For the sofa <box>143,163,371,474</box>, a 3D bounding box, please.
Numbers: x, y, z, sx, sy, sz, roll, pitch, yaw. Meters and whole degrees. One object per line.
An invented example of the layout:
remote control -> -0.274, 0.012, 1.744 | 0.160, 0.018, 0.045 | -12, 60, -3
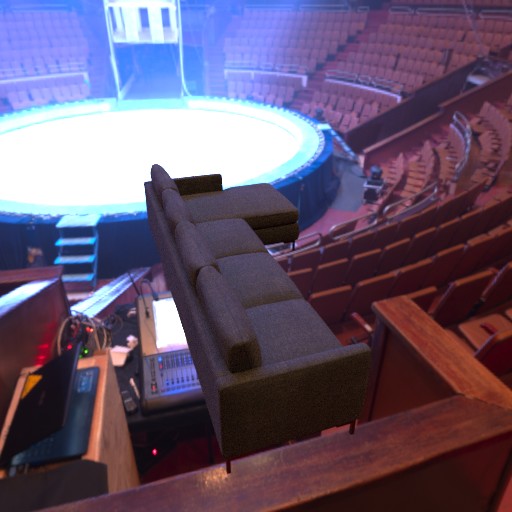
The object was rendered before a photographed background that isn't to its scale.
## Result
sofa -> 0.000, 0.000, 3.435 | 1.350, 0.810, 2.932 | -10, 31, -17
